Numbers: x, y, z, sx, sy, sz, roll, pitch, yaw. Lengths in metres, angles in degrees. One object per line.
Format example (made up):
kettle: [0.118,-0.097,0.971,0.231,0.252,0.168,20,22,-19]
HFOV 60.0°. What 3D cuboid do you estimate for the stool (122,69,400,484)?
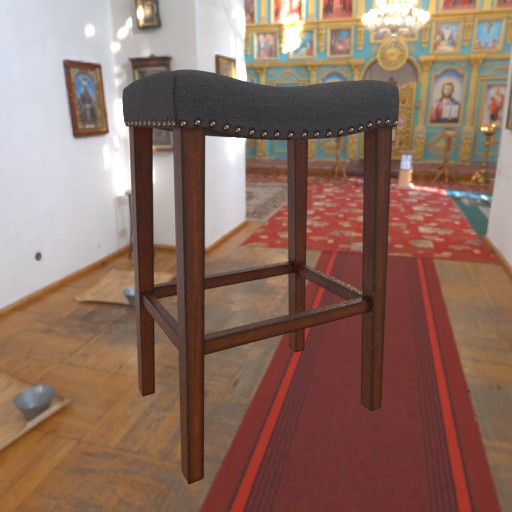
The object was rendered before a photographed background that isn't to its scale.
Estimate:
stool: [0.000,0.000,1.018,0.502,0.760,0.366,-9,19,-28]
